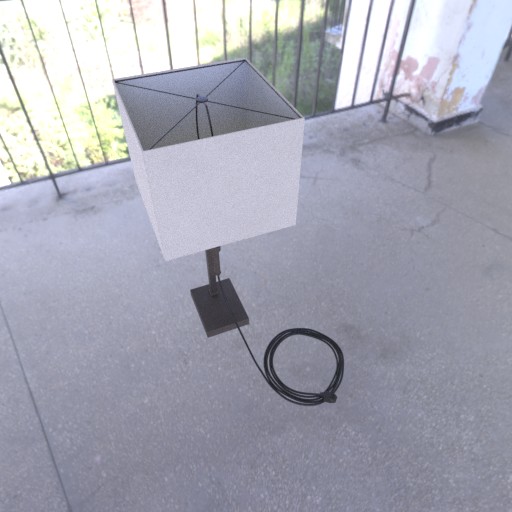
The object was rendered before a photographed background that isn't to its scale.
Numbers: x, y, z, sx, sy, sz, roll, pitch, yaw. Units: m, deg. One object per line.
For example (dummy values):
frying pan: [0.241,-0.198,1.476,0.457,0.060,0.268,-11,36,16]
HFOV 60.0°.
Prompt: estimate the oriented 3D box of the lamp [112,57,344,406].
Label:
lamp: [0.000,0.000,0.986,0.399,0.660,0.504,-16,48,-15]
